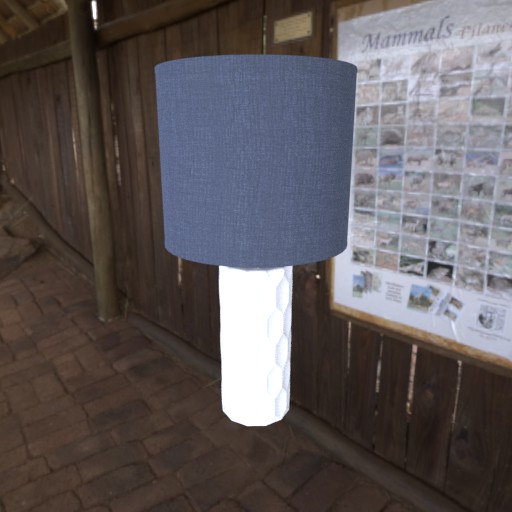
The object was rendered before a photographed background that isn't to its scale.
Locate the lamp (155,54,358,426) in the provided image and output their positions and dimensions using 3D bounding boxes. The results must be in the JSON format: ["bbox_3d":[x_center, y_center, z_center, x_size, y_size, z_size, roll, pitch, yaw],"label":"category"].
[{"bbox_3d":[0.000,0.000,0.691,0.277,0.537,0.277,8,18,27],"label":"lamp"}]
